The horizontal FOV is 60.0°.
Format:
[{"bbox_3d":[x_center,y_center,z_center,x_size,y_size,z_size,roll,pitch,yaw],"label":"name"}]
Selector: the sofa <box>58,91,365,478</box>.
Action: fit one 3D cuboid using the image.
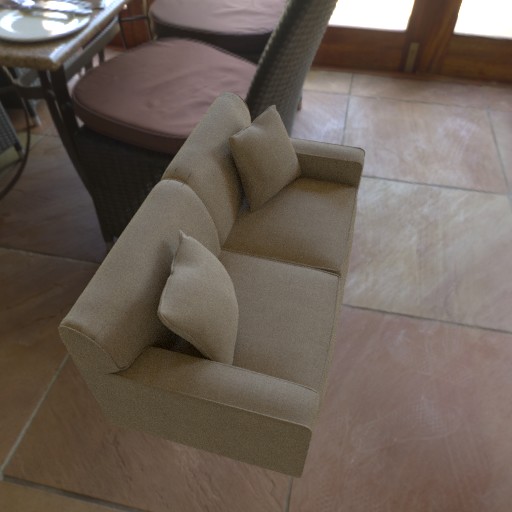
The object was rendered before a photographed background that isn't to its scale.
[{"bbox_3d":[0.000,0.000,2.382,0.998,0.958,1.846,11,48,10],"label":"sofa"}]
